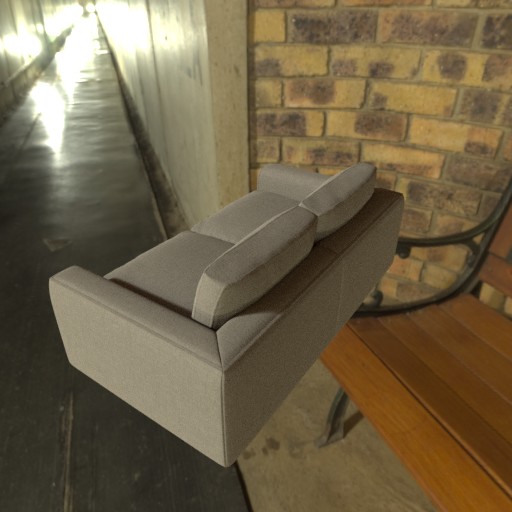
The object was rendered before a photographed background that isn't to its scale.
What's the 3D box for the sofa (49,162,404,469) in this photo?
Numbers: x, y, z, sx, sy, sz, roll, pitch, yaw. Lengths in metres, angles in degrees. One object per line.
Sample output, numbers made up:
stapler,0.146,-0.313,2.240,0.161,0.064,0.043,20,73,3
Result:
sofa,0.000,0.000,2.509,1.069,0.800,1.920,20,37,29
